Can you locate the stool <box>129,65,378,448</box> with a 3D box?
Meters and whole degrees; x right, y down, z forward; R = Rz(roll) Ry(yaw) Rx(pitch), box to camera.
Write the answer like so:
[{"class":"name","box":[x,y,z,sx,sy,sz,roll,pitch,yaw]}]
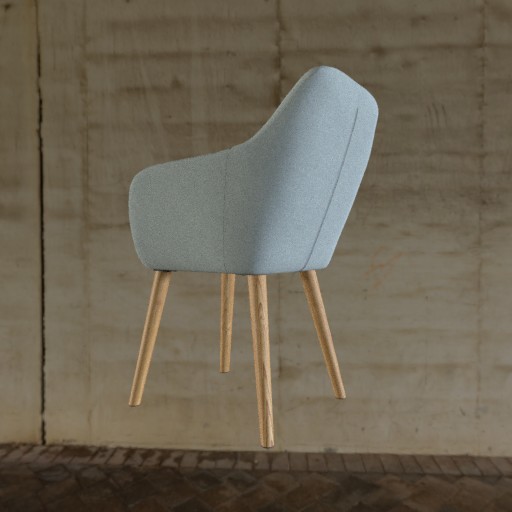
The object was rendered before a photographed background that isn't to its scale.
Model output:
[{"class":"stool","box":[0.000,0.000,1.217,0.590,0.830,0.503,1,2,35]}]
